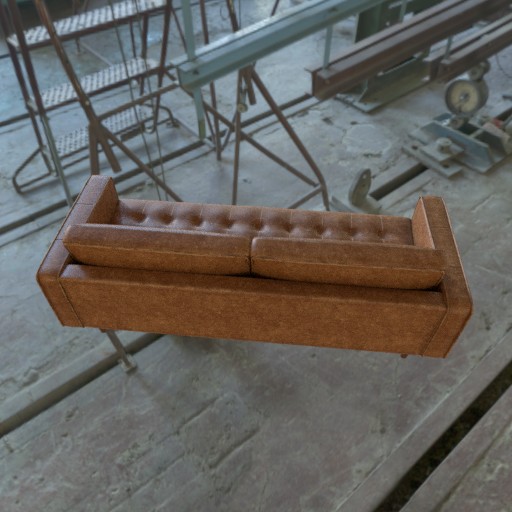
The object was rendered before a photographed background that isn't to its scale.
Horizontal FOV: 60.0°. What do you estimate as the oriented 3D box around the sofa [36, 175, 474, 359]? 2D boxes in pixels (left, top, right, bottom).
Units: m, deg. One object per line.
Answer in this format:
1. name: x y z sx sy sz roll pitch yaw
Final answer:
1. sofa: 0.000 0.000 2.588 2.199 0.779 0.886 4 48 4
